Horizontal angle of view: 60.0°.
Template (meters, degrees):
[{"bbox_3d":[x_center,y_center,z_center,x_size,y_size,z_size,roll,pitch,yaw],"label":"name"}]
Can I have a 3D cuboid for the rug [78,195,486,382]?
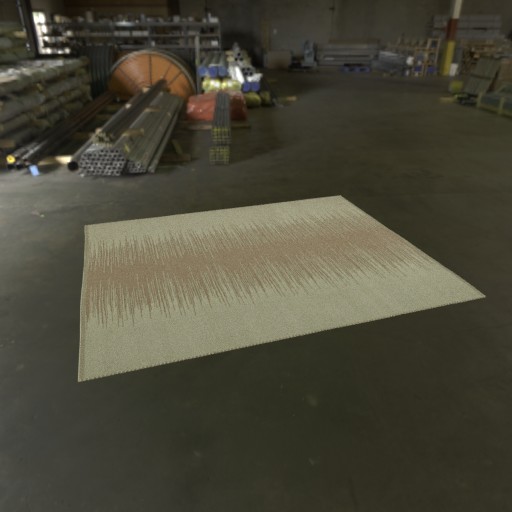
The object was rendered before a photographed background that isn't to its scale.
[{"bbox_3d":[0.000,0.000,4.103,3.048,0.013,2.438,-9,29,-16],"label":"rug"}]
